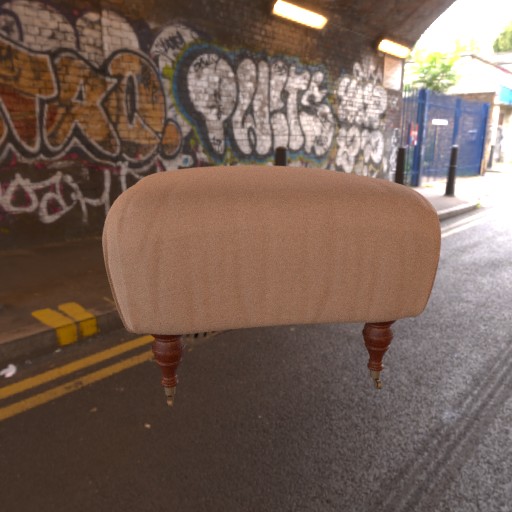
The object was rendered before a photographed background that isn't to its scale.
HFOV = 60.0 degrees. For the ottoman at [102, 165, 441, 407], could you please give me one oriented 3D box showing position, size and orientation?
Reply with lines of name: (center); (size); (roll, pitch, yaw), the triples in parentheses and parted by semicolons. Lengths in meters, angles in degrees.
ottoman: (0.000, 0.000, 1.139); (0.639, 0.450, 0.746); (-2, 14, -8)
